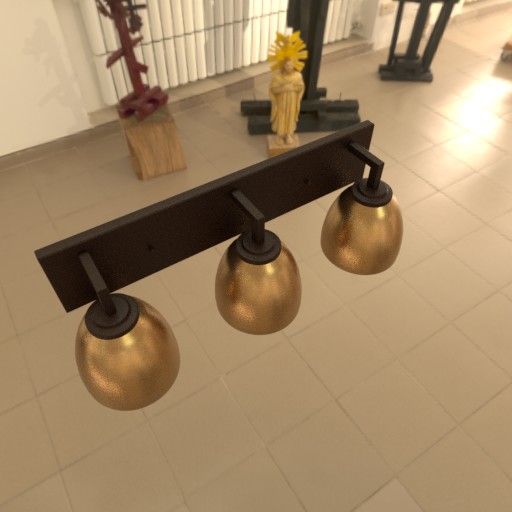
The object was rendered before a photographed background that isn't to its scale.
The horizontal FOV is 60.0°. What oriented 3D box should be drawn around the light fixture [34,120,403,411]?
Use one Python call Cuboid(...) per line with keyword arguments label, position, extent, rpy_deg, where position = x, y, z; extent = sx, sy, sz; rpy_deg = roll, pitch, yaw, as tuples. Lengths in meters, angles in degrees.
Cuboid(label="light fixture", position=(0.000, 0.000, 0.666), extent=(0.582, 0.204, 0.157), rpy_deg=(-26, 53, -21))
